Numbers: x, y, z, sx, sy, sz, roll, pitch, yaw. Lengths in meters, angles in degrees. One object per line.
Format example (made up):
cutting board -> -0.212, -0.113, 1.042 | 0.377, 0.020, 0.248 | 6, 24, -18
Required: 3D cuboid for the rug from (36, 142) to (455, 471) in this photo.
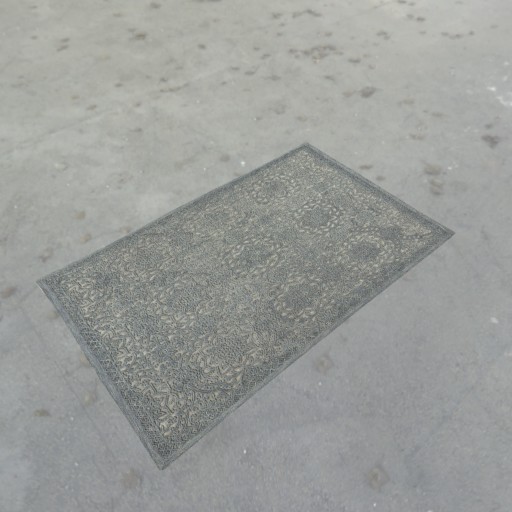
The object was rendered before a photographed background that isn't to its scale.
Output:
rug -> 0.000, 0.000, 3.049 | 2.498, 0.022, 1.535 | -32, 55, -26
